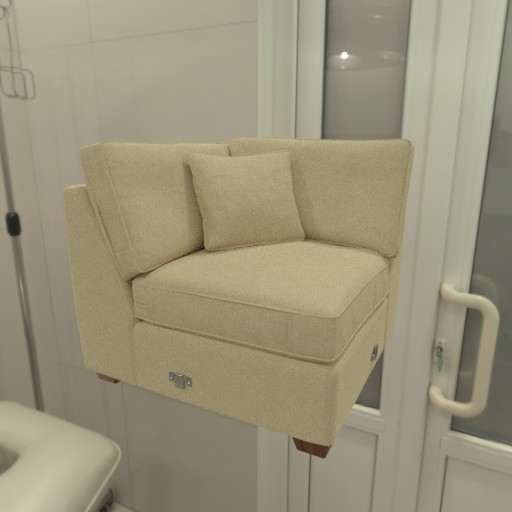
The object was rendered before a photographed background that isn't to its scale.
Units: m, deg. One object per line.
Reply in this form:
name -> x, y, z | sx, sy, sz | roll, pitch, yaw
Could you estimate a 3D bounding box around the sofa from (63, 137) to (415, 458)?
sofa -> 0.000, 0.000, 1.948 | 1.146, 1.002, 1.084 | 8, 17, 26
